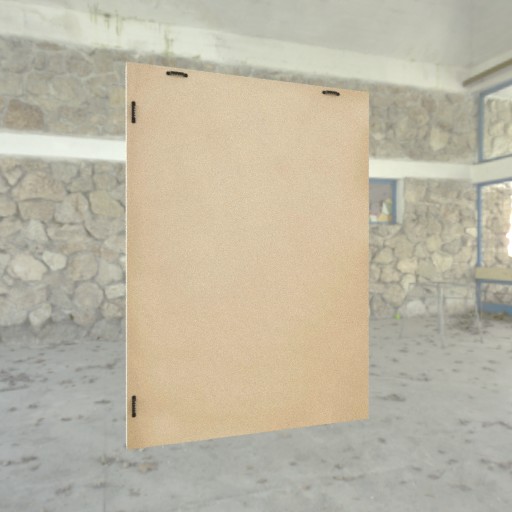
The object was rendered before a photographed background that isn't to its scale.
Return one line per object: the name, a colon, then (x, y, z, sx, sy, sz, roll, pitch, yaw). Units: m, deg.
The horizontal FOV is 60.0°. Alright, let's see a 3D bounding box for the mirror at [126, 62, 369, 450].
mirror: (0.000, 0.000, 0.902, 0.507, 0.710, 0.039, 0, 0, -18)
